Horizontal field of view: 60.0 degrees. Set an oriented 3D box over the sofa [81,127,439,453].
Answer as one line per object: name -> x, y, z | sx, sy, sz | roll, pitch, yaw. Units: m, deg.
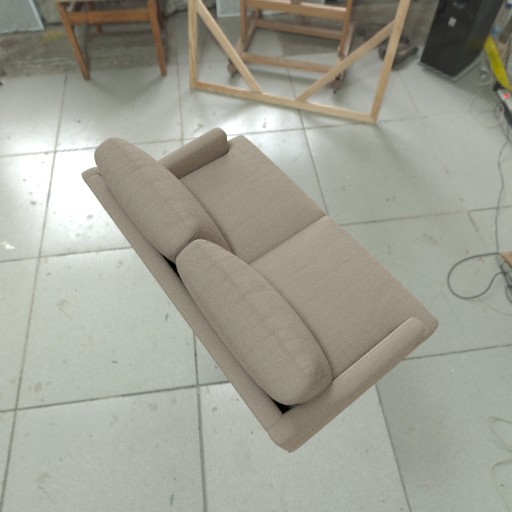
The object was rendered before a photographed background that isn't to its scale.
sofa -> 0.000, 0.000, 2.231 | 1.004, 0.910, 1.619 | -33, 63, -19
